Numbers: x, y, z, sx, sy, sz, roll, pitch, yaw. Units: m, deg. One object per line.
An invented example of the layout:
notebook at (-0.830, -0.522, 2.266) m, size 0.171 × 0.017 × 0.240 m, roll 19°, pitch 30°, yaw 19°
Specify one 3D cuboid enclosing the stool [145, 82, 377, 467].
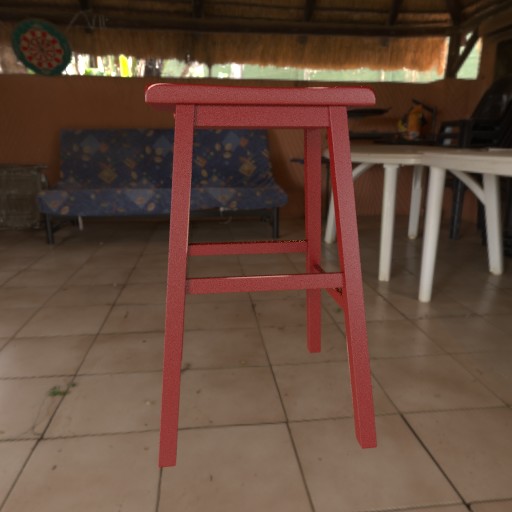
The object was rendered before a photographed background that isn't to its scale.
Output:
stool at (0.000, 0.000, 1.050) m, size 0.457 × 0.737 × 0.476 m, roll -2°, pitch 15°, yaw -7°
